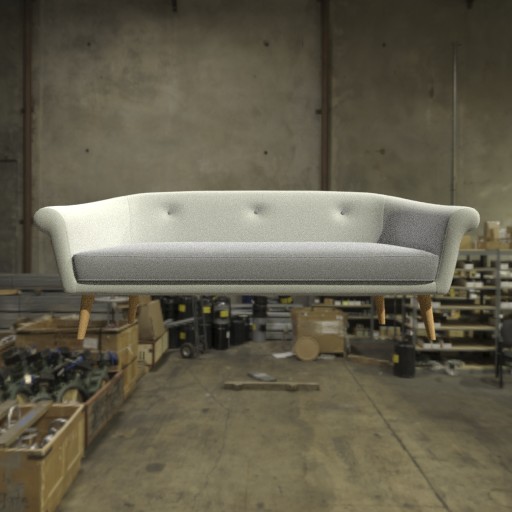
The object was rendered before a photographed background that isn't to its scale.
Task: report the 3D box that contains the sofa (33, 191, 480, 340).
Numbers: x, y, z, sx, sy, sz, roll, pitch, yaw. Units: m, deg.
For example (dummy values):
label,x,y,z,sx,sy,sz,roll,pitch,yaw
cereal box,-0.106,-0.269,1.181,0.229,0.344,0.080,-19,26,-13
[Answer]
label,x,y,z,sx,sy,sz,roll,pitch,yaw
sofa,0.000,0.000,2.516,2.160,0.795,0.827,0,0,0
